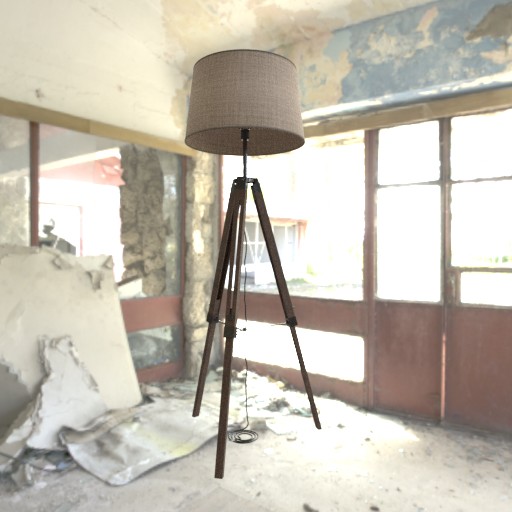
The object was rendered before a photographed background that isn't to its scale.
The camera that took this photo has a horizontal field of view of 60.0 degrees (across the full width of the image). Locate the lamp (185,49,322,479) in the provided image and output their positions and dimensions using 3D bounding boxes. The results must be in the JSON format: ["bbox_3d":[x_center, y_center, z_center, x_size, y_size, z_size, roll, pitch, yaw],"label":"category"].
[{"bbox_3d":[0.000,0.000,1.849,0.587,1.510,0.604,0,1,-17],"label":"lamp"}]
